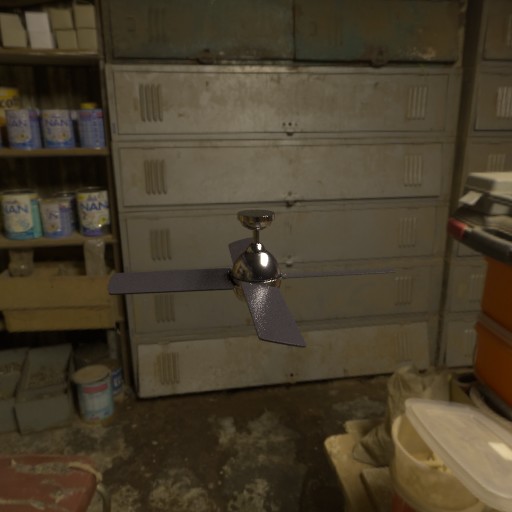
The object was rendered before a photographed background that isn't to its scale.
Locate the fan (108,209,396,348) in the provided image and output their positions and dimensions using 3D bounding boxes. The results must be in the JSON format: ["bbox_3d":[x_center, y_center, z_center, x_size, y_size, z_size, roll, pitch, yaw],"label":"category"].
[{"bbox_3d":[0.000,0.000,2.050,1.332,0.403,1.332,-2,17,-8],"label":"fan"}]
